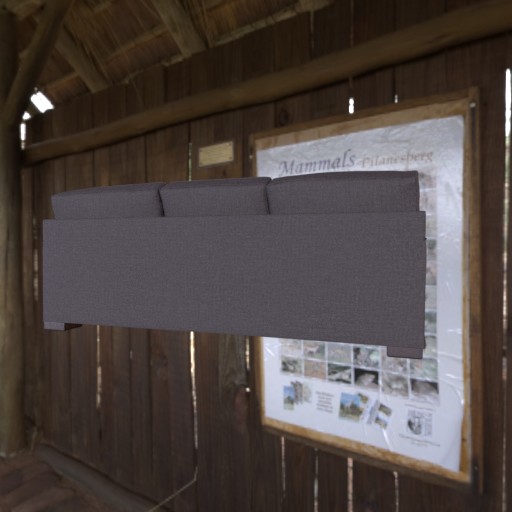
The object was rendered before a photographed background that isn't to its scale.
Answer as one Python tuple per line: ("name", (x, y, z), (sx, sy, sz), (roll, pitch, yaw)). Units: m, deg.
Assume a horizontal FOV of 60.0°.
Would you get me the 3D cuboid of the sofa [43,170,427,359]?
("sofa", (0.000, 0.000, 3.363), (2.370, 0.973, 1.790), (1, 2, 19))
